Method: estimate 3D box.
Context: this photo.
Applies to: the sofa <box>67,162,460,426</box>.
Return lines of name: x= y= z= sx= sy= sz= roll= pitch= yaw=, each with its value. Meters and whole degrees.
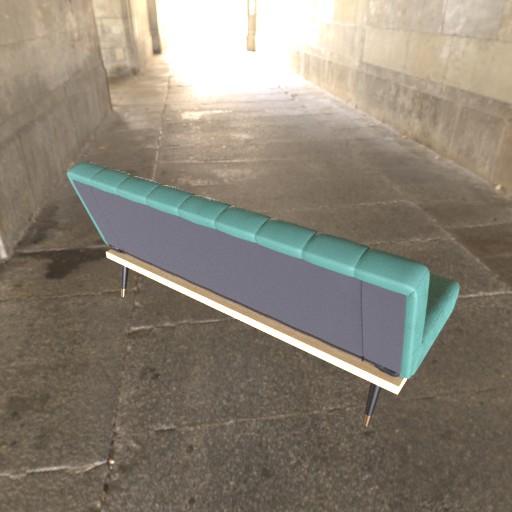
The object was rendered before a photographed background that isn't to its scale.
sofa: x=0.000 y=0.000 z=2.250 sx=1.810 sy=0.820 sz=0.830 roll=20 pitch=35 yaw=31
